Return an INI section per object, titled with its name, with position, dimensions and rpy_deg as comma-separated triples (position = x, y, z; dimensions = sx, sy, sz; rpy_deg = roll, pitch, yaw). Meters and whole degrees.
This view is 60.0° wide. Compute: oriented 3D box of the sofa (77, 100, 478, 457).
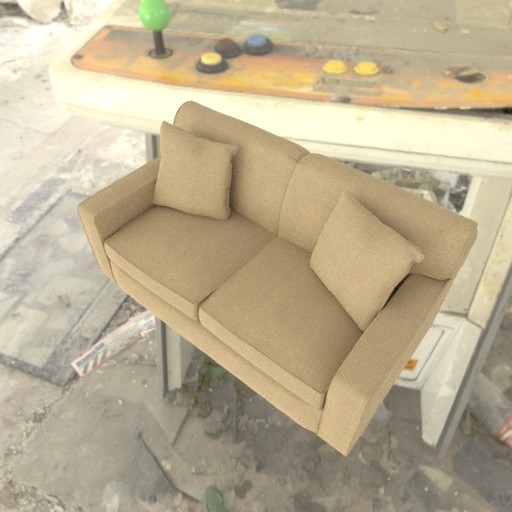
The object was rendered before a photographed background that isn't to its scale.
[sofa]
position = 0.000, 0.000, 2.422
dimensions = 1.846, 0.958, 0.998
rpy_deg = 30, 54, 26
